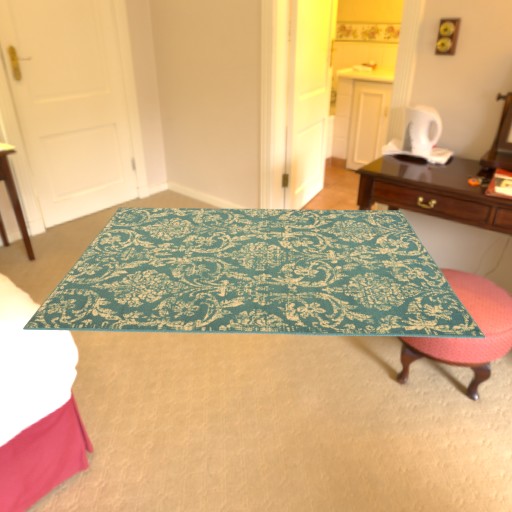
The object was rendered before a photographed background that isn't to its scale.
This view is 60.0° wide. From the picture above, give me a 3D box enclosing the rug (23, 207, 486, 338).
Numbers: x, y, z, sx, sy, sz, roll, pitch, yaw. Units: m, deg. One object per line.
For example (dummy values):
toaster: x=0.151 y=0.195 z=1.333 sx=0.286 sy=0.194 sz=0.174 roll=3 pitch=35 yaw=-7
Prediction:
rug: x=0.000 y=0.000 z=2.788 sx=2.205 sy=0.012 sz=1.554 roll=1 pitch=28 yaw=2
